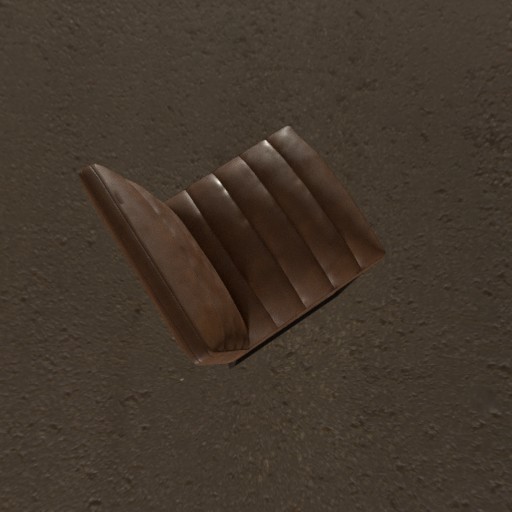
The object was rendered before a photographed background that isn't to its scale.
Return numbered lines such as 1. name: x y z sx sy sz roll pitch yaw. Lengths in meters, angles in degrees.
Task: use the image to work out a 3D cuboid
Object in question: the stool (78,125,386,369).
1. stool: 0.000 0.000 1.348 0.562 1.065 0.463 -33 78 -8
